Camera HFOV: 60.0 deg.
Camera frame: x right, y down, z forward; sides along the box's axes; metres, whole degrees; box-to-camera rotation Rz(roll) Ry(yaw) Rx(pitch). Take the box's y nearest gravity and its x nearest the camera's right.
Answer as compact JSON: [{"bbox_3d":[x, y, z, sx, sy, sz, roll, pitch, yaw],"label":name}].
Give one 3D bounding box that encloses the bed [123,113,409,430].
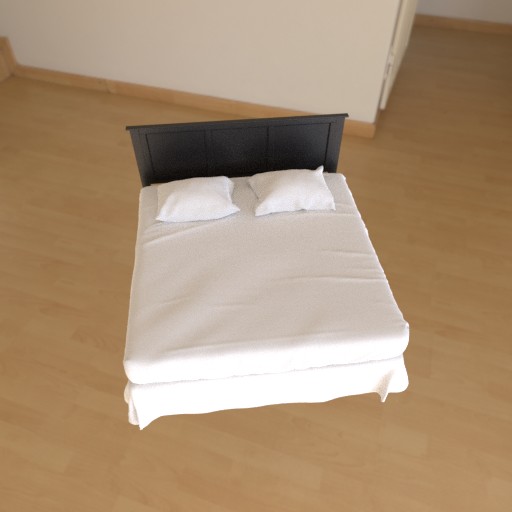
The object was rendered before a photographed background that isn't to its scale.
[{"bbox_3d":[0.000,0.000,3.703,2.315,1.271,2.219,-5,47,-4],"label":"bed"}]
